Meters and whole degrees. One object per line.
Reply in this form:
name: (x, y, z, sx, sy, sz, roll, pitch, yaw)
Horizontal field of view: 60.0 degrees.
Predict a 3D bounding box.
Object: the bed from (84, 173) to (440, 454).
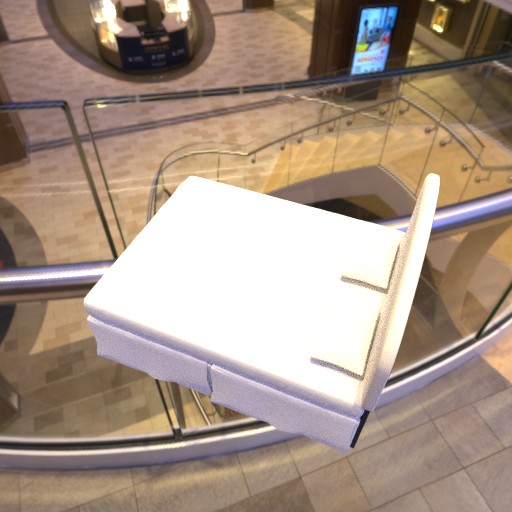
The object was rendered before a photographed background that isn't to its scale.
bed: (0.000, 0.000, 3.070, 2.005, 1.410, 1.607, 17, 49, 15)
